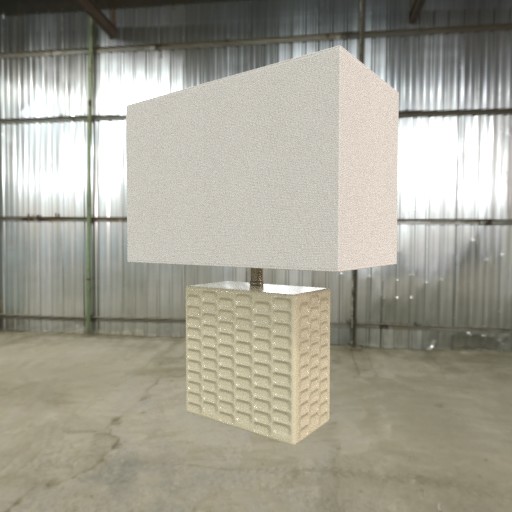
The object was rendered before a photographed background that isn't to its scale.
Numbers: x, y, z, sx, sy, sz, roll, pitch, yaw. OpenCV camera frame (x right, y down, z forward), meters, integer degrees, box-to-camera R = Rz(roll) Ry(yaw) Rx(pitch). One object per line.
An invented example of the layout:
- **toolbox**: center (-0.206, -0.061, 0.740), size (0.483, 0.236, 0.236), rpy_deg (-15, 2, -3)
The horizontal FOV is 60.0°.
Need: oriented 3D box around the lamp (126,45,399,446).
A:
- **lamp**: center (0.000, 0.000, 0.698), size (0.380, 0.515, 0.200), rpy_deg (2, 3, 36)
